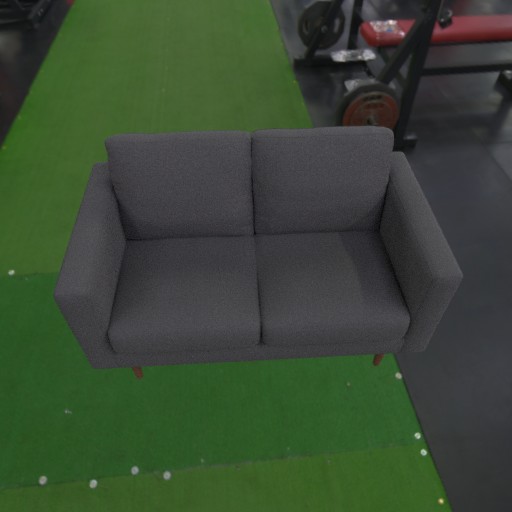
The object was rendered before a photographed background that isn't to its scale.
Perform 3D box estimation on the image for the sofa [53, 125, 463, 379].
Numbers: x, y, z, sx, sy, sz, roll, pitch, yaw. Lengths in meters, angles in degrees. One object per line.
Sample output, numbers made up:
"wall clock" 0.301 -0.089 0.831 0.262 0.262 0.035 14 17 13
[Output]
"sofa" 0.000 0.000 1.933 1.430 0.908 0.796 -3 48 -2
